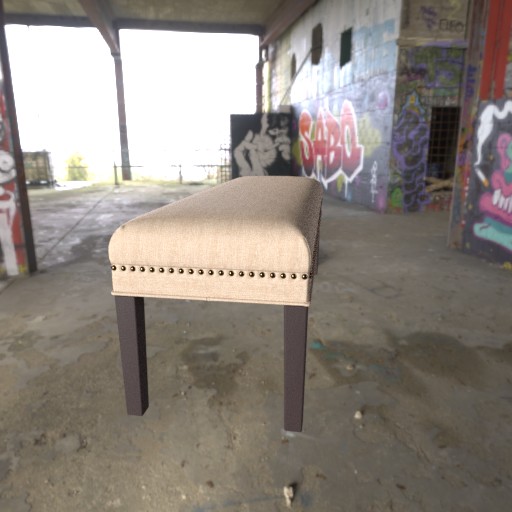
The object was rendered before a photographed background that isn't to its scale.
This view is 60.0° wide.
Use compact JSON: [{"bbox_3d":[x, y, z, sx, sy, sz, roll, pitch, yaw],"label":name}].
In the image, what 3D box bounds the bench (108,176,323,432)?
[{"bbox_3d":[0.000,0.000,1.476,0.410,0.457,1.219,2,15,9],"label":"bench"}]
